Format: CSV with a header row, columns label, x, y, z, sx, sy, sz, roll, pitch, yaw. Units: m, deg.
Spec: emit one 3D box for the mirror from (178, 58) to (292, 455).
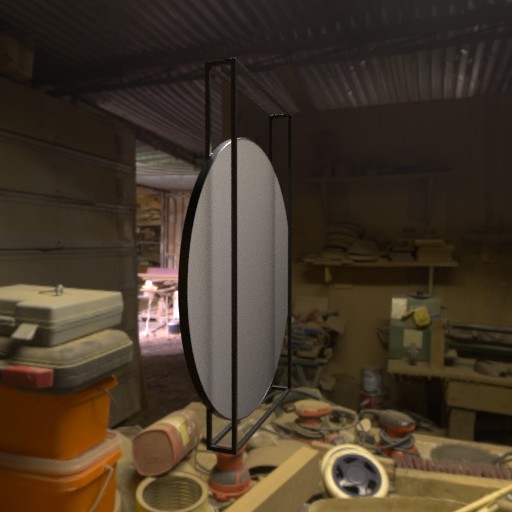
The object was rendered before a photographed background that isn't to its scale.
label,x,y,z,sx,sy,sz,roll,pitch,yaw
mirror,0.000,0.000,0.828,0.051,0.603,0.508,1,2,20
